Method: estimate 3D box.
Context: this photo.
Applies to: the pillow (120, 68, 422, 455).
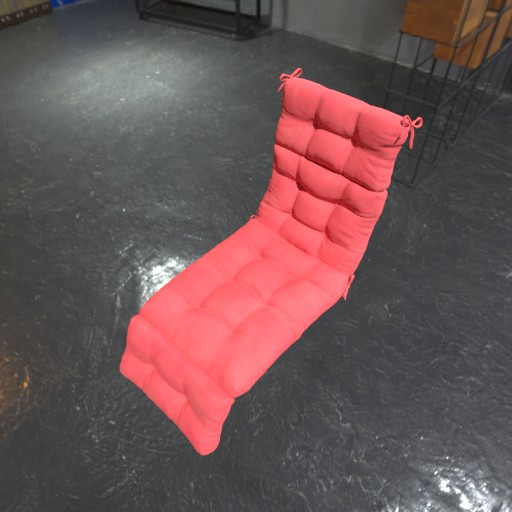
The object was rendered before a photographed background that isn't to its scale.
[{"bbox_3d":[0.000,0.000,1.522,0.526,0.863,1.016,34,55,28],"label":"pillow"}]
